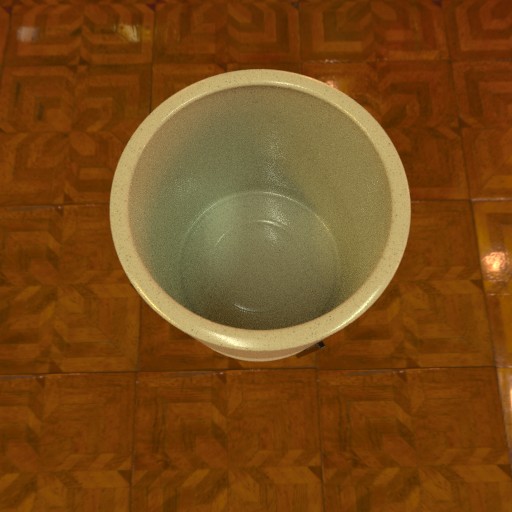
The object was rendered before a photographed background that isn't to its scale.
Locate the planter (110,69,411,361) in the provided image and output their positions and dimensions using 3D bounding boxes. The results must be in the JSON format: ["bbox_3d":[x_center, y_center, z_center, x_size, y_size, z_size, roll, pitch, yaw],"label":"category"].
[{"bbox_3d":[0.000,0.000,0.689,0.323,0.475,0.314,1,75,0],"label":"planter"}]
